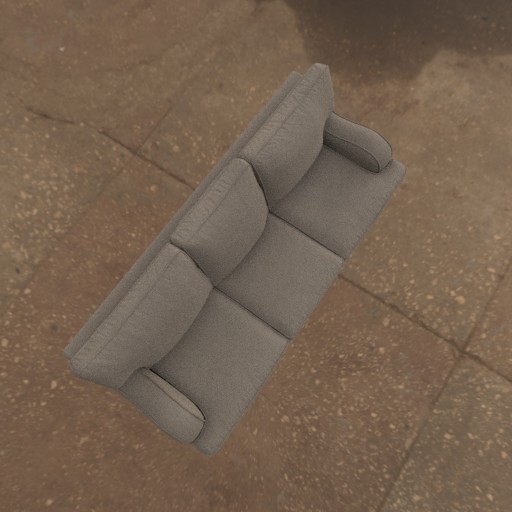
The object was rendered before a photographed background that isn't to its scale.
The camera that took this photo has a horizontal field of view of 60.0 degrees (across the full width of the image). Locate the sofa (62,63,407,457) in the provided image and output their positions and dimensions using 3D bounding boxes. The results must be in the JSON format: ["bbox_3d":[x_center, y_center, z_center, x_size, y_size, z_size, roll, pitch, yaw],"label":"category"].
[{"bbox_3d":[0.000,0.000,2.876,1.016,0.991,2.323,34,76,10],"label":"sofa"}]
